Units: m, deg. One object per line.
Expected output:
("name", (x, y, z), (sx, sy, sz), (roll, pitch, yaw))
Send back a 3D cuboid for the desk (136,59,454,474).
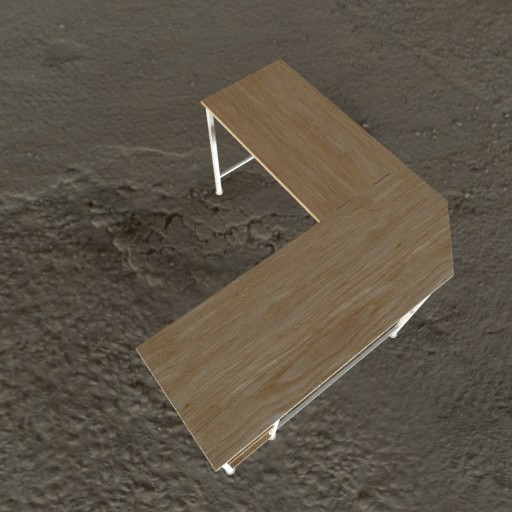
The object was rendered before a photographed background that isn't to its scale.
("desk", (0.000, 0.000, 2.180), (1.379, 0.739, 1.379), (-34, 67, -17))
